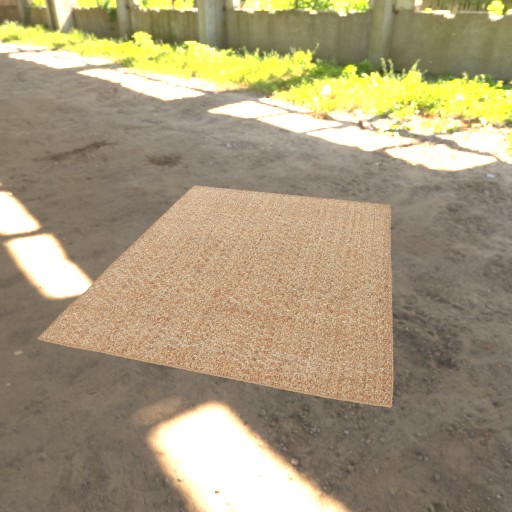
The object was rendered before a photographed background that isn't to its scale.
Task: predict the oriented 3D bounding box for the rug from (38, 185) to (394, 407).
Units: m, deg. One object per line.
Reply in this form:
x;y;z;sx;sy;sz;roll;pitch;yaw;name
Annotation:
0.000;0.000;4.105;2.439;0.013;3.048;7;31;13;rug
